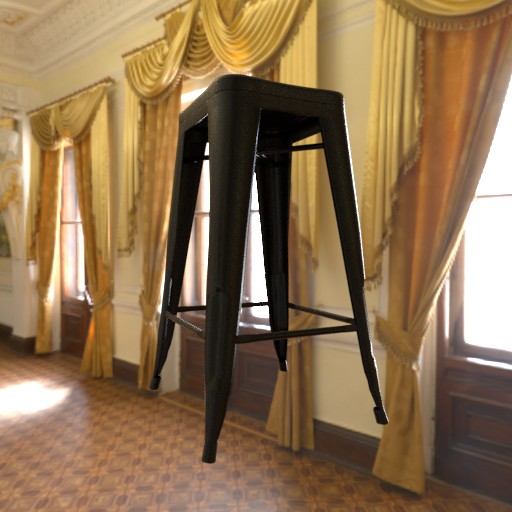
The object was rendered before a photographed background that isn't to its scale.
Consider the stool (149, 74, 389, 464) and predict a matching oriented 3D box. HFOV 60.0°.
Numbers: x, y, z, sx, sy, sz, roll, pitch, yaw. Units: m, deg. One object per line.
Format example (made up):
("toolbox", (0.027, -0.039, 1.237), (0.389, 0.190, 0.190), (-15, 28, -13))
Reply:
("stool", (0.000, 0.000, 0.901), (0.423, 0.609, 0.455), (-1, 2, -37))
